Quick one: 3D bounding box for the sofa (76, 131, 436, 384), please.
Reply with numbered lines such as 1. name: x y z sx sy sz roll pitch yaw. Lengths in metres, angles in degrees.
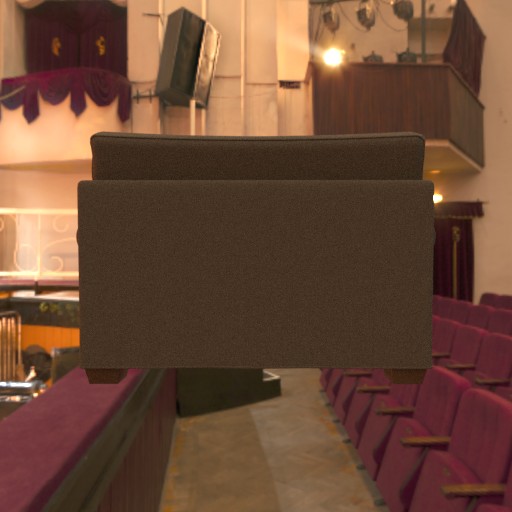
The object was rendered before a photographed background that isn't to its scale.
1. sofa: 0.000 0.000 2.054 1.410 0.953 0.940 0 -1 0
